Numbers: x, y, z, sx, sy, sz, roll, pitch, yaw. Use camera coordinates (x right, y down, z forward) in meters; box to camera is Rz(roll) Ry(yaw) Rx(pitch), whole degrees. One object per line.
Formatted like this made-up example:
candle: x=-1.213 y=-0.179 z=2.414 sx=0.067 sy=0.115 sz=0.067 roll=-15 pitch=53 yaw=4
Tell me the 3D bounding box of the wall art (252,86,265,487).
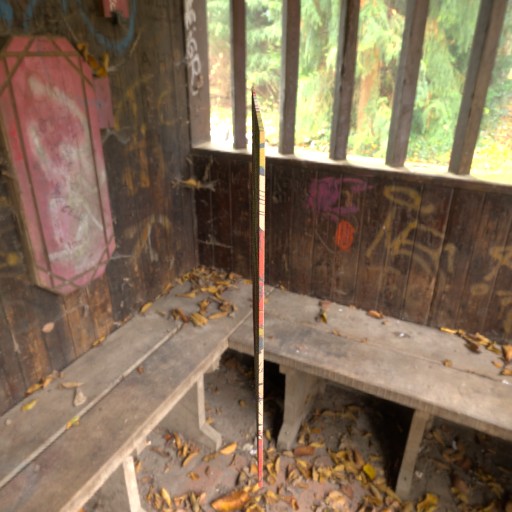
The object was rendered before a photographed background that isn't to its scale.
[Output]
wall art: x=0.000 y=0.000 z=1.832 sx=0.013 sy=1.218 sz=1.206 roll=-1 pitch=26 yaw=-1
